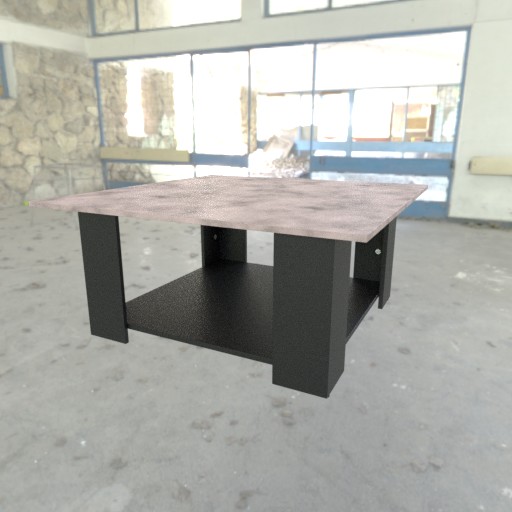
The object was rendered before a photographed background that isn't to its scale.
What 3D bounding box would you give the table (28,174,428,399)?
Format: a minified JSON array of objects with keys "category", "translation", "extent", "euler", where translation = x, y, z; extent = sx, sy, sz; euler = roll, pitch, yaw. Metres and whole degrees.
[{"category":"table","translation":[0.000,0.000,1.058],"extent":[0.670,0.305,0.670],"euler":[8,17,26]}]
